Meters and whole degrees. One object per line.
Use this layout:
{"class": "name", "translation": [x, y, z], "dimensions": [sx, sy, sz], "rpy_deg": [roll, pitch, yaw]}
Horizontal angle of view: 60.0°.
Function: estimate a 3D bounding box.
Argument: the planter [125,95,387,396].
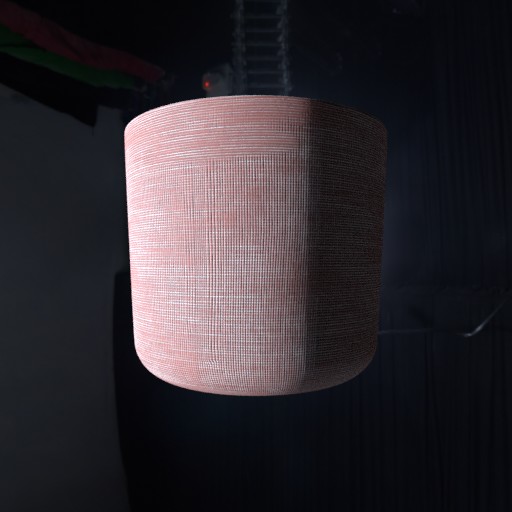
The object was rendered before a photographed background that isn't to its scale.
{"class": "planter", "translation": [0.000, 0.000, 0.771], "dimensions": [0.440, 0.398, 0.440], "rpy_deg": [0, -1, 0]}
